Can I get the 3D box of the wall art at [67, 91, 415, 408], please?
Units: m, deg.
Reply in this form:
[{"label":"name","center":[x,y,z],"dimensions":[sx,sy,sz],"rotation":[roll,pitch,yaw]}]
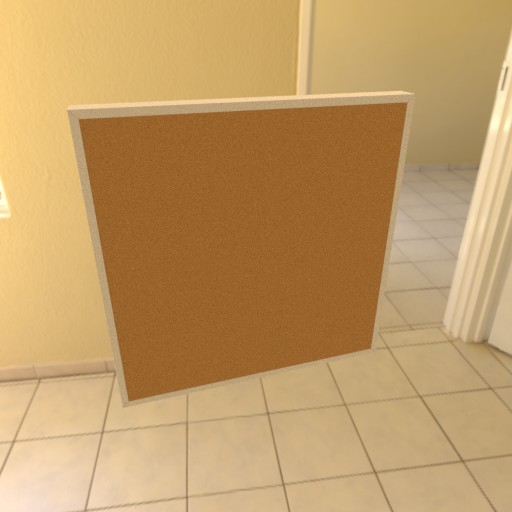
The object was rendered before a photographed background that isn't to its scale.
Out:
[{"label":"wall art","center":[0.000,0.000,0.452],"dimensions":[0.304,0.304,0.024],"rotation":[-8,28,-16]}]
